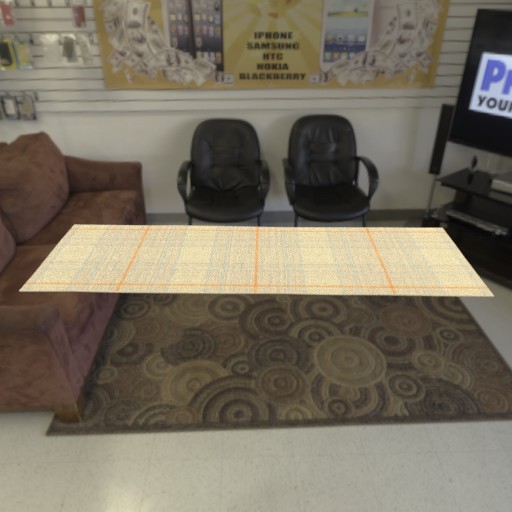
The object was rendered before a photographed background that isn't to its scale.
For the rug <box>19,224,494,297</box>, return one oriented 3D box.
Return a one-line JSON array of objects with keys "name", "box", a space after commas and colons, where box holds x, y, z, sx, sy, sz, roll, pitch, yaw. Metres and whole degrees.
[{"name": "rug", "box": [0.000, 0.000, 2.606, 2.442, 0.016, 0.770, 1, 31, 1]}]
